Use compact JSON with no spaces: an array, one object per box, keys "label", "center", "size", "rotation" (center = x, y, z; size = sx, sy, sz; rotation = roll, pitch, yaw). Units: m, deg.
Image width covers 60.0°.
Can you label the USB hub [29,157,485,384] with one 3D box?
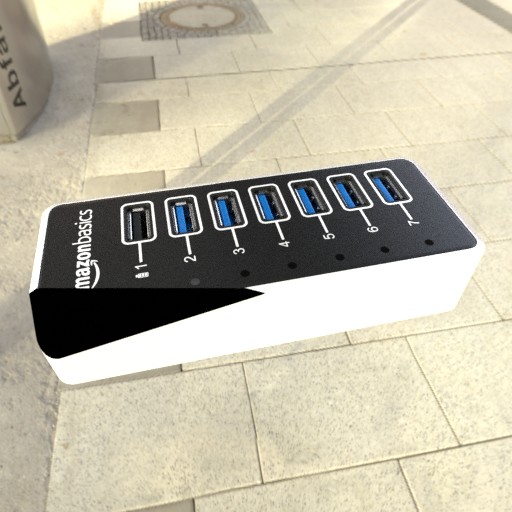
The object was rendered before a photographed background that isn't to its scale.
[{"label":"USB hub","center":[0.000,0.000,0.123],"size":[0.110,0.023,0.044],"rotation":[-9,47,-9]}]
